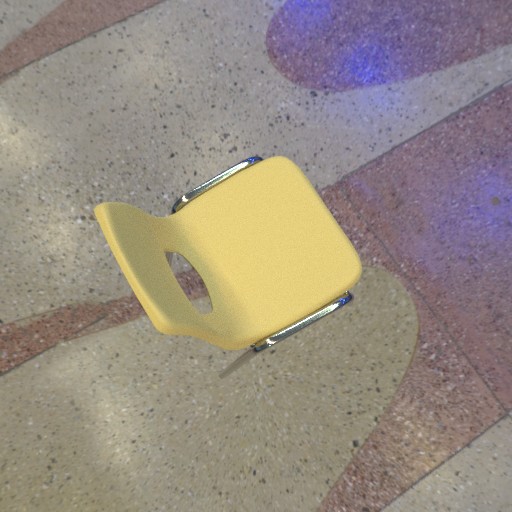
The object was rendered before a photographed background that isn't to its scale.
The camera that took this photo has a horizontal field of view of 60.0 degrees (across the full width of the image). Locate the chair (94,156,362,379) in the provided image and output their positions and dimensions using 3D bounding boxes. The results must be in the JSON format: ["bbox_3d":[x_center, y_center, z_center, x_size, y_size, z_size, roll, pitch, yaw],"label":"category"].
[{"bbox_3d":[0.000,0.000,0.965,0.436,0.704,0.381,-30,77,-8],"label":"chair"}]
